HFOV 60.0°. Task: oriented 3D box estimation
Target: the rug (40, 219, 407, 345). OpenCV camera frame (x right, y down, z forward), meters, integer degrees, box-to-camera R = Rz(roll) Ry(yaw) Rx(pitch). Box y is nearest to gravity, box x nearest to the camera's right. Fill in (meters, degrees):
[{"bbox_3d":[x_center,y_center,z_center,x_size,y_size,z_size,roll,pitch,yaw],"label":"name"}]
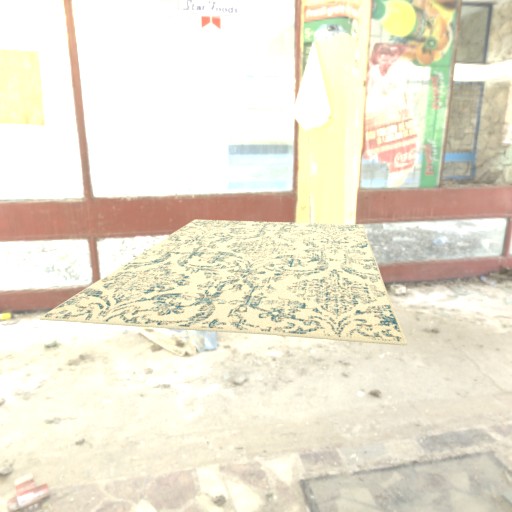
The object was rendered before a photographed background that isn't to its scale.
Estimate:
[{"bbox_3d":[0.000,0.000,2.294,1.213,0.012,1.831,2,16,9],"label":"rug"}]
